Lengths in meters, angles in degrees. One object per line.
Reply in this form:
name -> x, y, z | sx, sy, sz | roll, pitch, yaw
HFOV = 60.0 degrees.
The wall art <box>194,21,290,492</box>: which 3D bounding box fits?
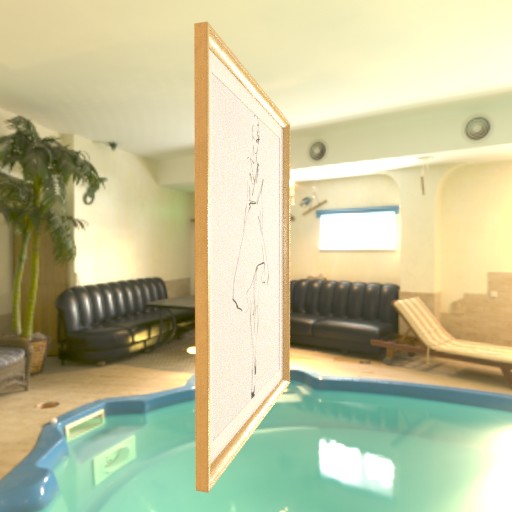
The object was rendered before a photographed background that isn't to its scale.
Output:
wall art -> 0.000, 0.000, 1.328 | 0.030, 1.002, 0.798 | 0, 1, 17
